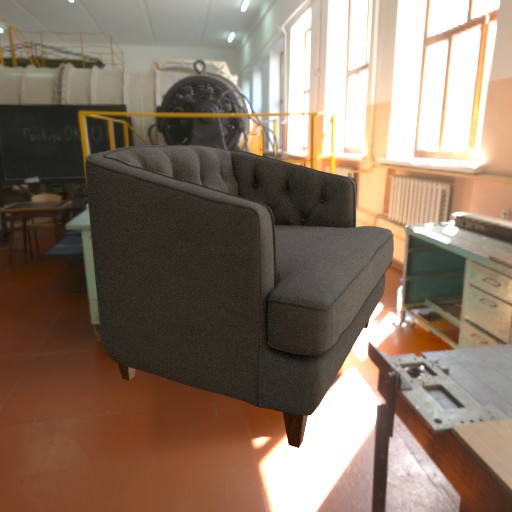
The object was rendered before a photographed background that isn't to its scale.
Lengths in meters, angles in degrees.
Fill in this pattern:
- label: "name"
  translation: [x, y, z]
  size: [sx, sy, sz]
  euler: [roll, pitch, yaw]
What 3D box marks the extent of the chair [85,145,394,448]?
- label: "chair"
  translation: [0.000, 0.000, 1.764]
  size: [0.941, 0.852, 1.104]
  euler: [7, 16, 25]
